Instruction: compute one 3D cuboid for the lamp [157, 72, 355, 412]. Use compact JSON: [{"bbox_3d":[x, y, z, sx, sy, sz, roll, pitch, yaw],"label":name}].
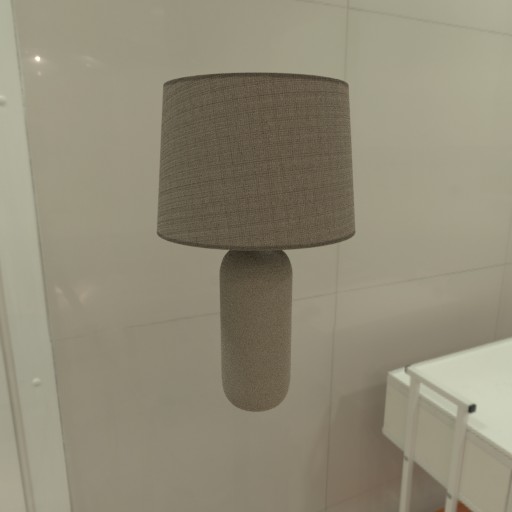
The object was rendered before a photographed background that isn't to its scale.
[{"bbox_3d":[0.000,0.000,0.850,0.367,0.609,0.367,0,14,0],"label":"lamp"}]
